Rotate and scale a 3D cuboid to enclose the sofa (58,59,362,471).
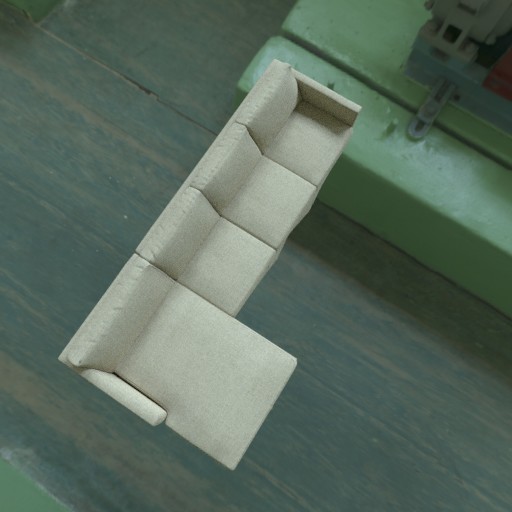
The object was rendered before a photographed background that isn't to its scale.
[{"bbox_3d":[0.000,0.000,3.884,1.650,0.922,3.205,32,79,7],"label":"sofa"}]
